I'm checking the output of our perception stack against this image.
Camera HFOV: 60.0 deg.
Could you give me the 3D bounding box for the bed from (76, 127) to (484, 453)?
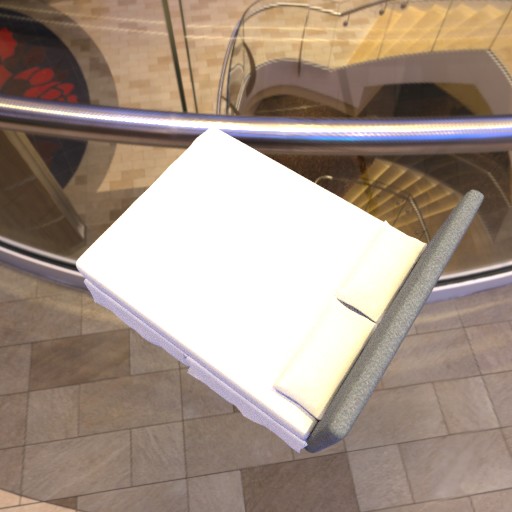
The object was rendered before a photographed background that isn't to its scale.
[{"bbox_3d":[0.000,0.000,3.137,2.142,1.330,1.723,33,68,15],"label":"bed"}]
